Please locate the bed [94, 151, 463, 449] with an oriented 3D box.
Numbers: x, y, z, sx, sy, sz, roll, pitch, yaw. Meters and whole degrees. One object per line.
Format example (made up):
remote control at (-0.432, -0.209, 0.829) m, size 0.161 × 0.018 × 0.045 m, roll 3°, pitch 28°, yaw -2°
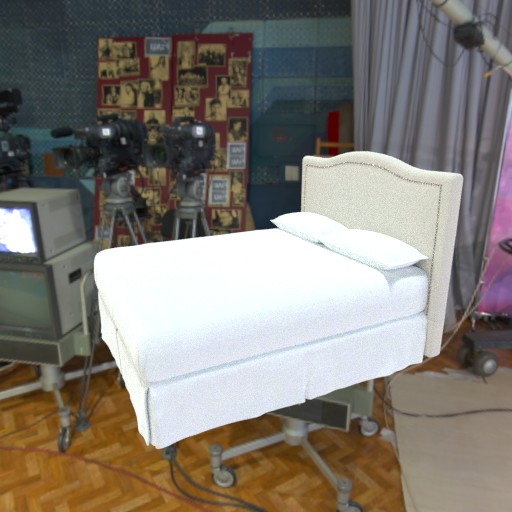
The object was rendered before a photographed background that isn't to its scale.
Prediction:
bed at (0.000, 0.000, 3.305) m, size 2.143 × 1.460 × 1.753 m, roll -9°, pitch 19°, yaw -26°
